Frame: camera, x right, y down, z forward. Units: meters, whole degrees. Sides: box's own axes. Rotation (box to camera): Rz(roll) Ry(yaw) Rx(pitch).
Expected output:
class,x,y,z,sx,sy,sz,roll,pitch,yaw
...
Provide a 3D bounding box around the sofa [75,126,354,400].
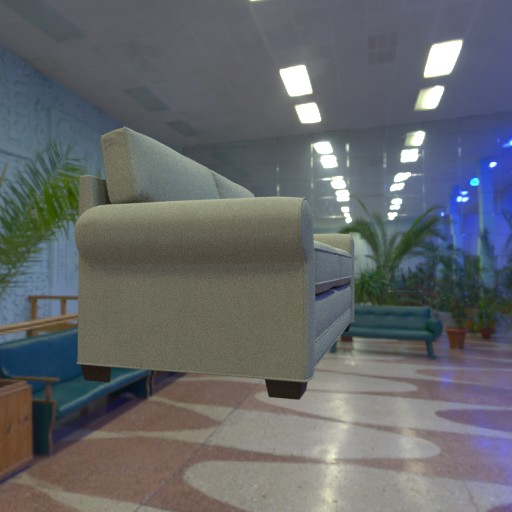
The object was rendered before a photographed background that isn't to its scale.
class,x,y,z,sx,sy,sz,roll,pitch,yaw
sofa,0.000,0.000,2.254,0.861,0.933,1.774,0,-2,17
